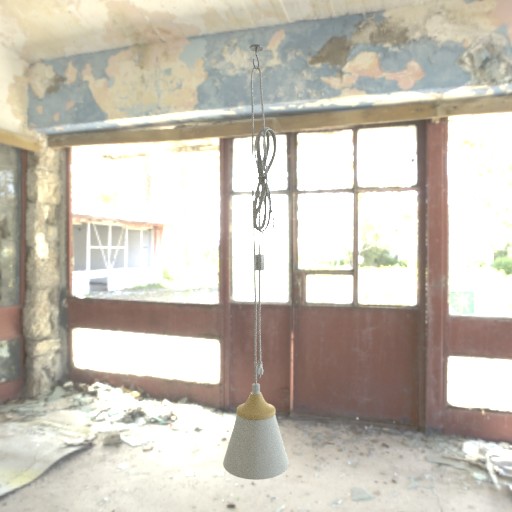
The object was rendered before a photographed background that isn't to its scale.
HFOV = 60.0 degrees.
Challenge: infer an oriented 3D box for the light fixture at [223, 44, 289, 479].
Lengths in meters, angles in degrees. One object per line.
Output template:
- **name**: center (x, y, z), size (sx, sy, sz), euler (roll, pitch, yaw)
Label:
- **light fixture**: center (0.000, 0.000, 1.031), size (0.153, 0.966, 0.153), euler (0, 1, -35)
